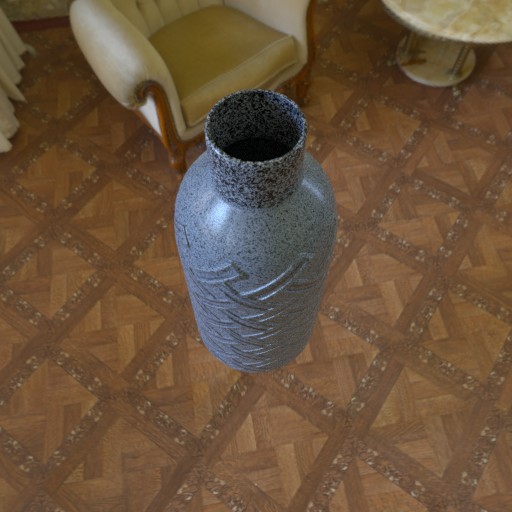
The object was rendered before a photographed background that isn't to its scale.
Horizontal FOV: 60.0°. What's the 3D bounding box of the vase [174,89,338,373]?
[{"bbox_3d":[0.000,0.000,0.344,0.122,0.282,0.122,0,63,0],"label":"vase"}]
